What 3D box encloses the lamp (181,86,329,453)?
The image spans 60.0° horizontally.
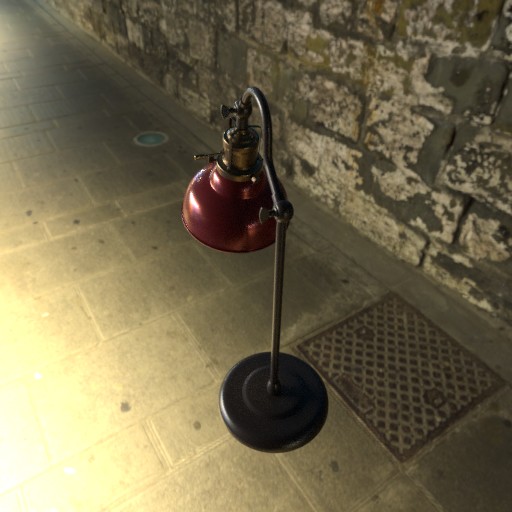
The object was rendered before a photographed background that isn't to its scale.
[{"bbox_3d":[0.000,0.000,0.679,0.192,0.508,0.374,-12,41,-15],"label":"lamp"}]
